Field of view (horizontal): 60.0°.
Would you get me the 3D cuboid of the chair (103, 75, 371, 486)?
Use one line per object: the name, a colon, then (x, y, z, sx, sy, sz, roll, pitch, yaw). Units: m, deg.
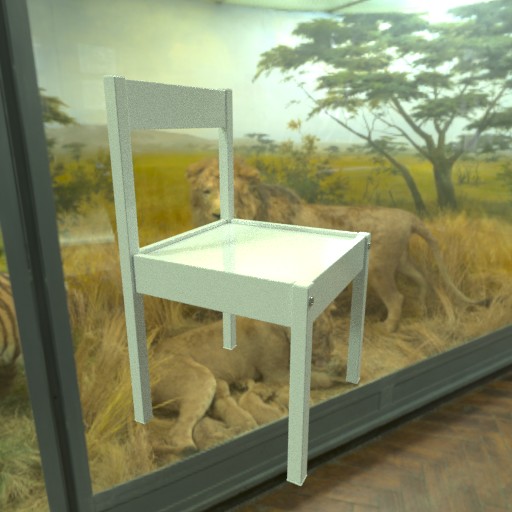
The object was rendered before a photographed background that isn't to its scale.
chair: (0.000, 0.000, 0.682, 0.285, 0.505, 0.285, 9, 19, 27)
